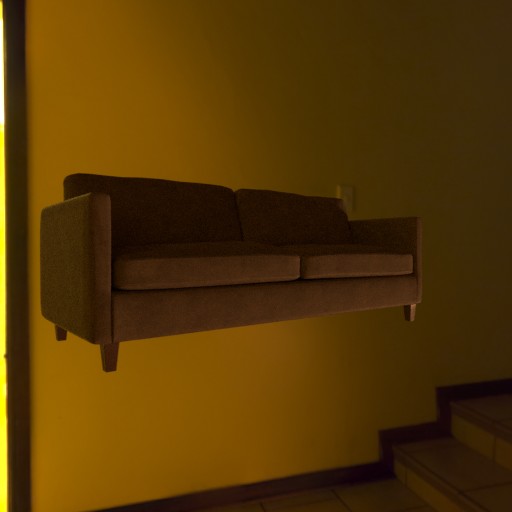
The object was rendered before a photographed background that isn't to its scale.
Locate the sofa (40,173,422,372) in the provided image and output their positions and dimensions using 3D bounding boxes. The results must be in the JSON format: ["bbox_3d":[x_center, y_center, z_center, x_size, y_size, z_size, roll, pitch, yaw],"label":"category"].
[{"bbox_3d":[0.000,0.000,2.906,2.434,0.965,0.951,-1,1,-37],"label":"sofa"}]
